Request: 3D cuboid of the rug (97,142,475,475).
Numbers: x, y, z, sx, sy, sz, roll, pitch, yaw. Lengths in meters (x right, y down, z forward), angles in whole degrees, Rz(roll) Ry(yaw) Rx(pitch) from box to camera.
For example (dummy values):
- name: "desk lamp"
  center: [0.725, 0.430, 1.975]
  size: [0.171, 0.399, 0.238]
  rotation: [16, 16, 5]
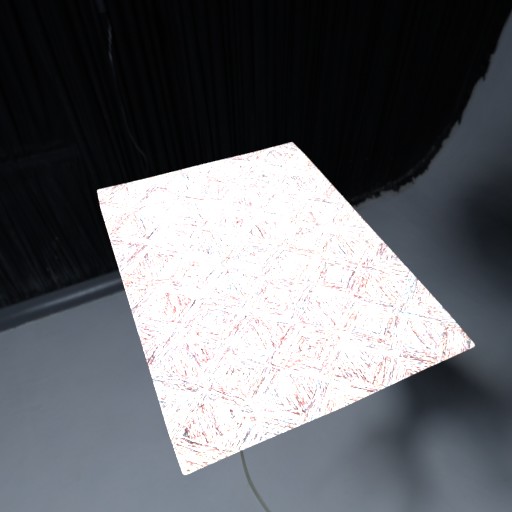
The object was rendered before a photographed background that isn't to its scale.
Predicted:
- name: "rug"
  center: [0.000, 0.000, 4.186]
  size: [2.436, 0.024, 3.226]
  rotation: [-18, 49, -16]
